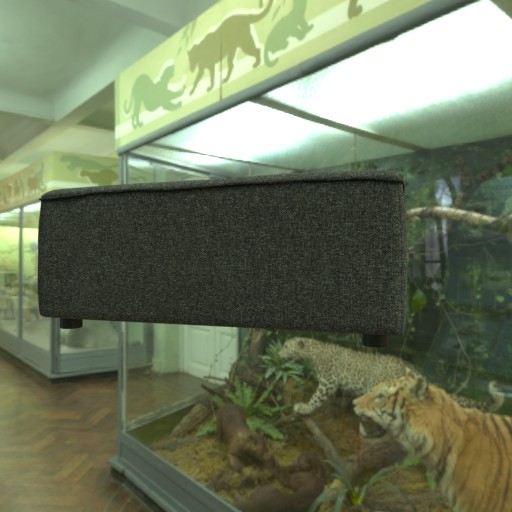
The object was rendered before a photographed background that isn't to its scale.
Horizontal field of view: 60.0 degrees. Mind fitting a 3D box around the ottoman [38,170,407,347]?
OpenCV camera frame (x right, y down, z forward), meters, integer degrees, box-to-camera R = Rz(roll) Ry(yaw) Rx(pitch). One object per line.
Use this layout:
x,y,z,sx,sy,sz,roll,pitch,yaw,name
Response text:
0.000,0.000,1.585,1.017,0.423,1.021,0,0,18,ottoman
